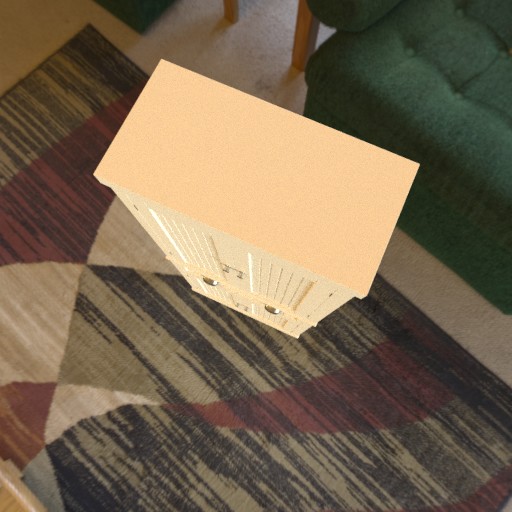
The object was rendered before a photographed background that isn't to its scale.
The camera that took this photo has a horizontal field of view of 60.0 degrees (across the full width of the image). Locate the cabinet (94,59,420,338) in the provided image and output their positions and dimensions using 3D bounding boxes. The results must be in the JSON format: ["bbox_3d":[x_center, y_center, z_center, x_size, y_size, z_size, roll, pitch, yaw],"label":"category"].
[{"bbox_3d":[0.000,0.000,2.029,0.754,1.829,0.390,24,77,6],"label":"cabinet"}]
